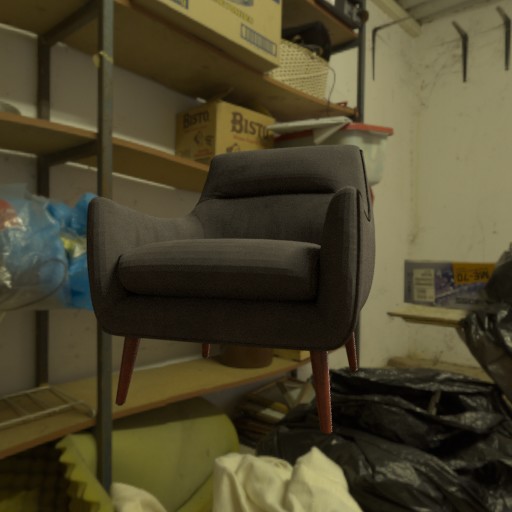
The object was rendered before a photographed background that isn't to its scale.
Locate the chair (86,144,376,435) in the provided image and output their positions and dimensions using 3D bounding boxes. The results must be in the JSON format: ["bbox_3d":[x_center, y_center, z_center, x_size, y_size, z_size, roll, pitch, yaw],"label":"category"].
[{"bbox_3d":[0.000,0.000,1.466,0.762,0.838,0.787,0,1,19],"label":"chair"}]
